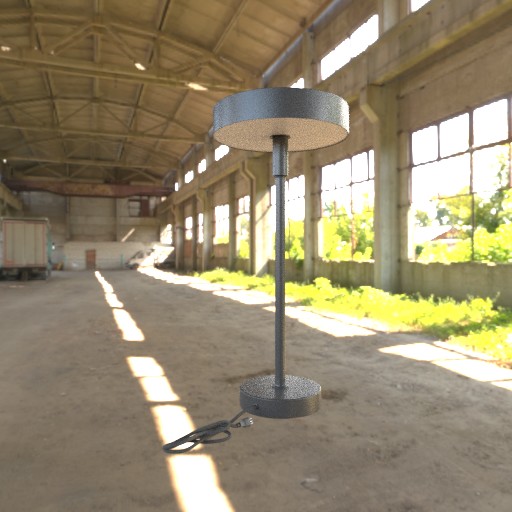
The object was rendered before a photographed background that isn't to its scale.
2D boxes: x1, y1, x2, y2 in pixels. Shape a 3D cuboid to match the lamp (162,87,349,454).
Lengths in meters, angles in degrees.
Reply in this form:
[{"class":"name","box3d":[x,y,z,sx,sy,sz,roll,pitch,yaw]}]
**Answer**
[{"class":"lamp","box3d":[0.000,0.000,0.701,0.229,0.508,0.369,0,1,36]}]
